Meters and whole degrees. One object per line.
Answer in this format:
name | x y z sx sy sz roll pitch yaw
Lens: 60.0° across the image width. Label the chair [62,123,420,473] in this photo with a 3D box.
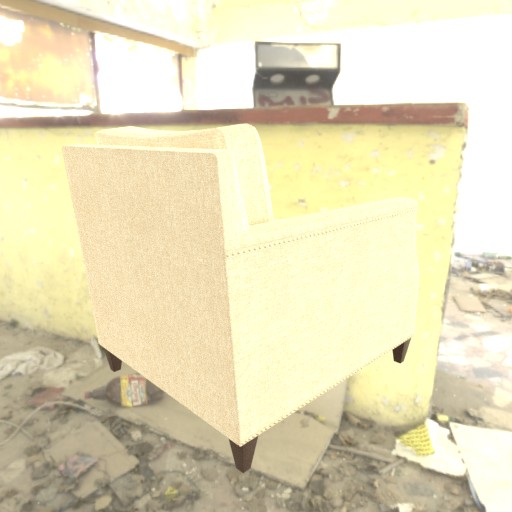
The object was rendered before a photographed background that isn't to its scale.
chair | 0.000 0.000 1.672 1.041 0.940 0.838 -14 21 -42
